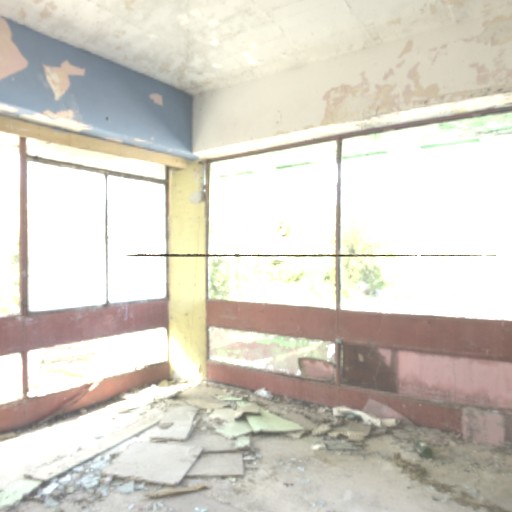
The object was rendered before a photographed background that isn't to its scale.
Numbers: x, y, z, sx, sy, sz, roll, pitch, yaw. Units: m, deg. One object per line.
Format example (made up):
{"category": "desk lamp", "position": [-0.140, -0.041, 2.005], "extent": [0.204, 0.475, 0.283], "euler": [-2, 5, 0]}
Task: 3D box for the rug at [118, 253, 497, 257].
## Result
{"category": "rug", "position": [0.000, 0.000, 3.416], "extent": [1.971, 0.010, 2.651], "euler": [0, 0, -19]}
